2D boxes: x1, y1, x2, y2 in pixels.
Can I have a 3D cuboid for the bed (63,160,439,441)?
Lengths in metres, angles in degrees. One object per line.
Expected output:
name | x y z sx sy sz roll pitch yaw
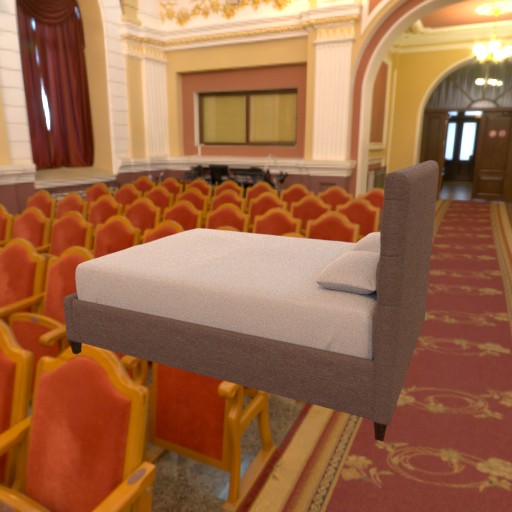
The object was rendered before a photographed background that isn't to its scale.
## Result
bed | 0.000 0.000 3.416 2.387 1.427 1.698 7 16 25
